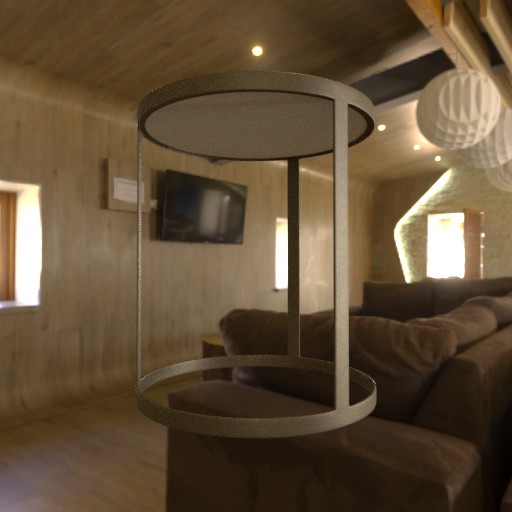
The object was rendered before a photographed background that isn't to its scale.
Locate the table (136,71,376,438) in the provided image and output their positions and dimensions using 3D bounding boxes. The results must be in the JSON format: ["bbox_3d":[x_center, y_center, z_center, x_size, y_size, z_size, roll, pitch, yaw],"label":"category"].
[{"bbox_3d":[0.000,0.000,0.921,0.480,0.565,0.480,0,-1,0],"label":"table"}]
